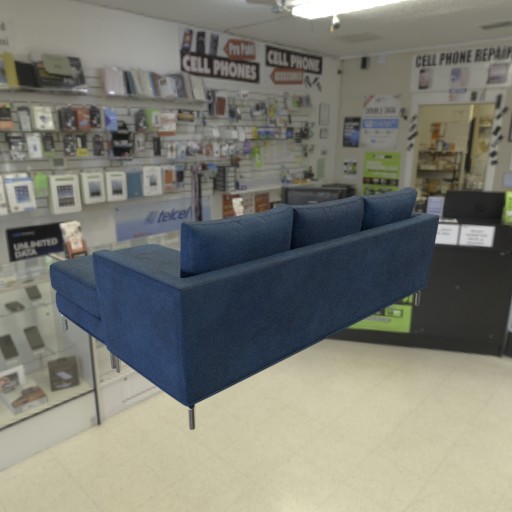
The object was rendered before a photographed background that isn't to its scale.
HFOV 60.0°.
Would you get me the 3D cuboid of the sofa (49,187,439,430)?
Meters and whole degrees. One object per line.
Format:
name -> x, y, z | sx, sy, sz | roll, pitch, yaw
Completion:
sofa -> 0.000, 0.000, 3.261 | 2.438, 0.987, 1.622 | -15, 21, -42
